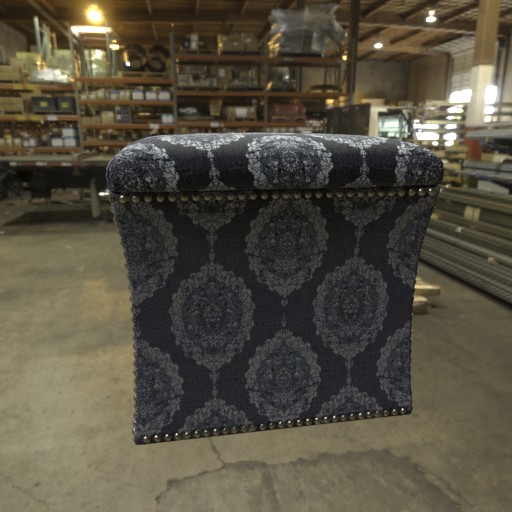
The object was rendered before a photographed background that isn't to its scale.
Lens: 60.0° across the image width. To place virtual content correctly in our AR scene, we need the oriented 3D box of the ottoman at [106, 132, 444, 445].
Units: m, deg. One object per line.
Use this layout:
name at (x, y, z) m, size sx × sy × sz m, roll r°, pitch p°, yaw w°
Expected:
ottoman at (0.000, 0.000, 0.885) m, size 0.497 × 0.475 × 0.507 m, roll -3°, pitch 16°, yaw -10°
